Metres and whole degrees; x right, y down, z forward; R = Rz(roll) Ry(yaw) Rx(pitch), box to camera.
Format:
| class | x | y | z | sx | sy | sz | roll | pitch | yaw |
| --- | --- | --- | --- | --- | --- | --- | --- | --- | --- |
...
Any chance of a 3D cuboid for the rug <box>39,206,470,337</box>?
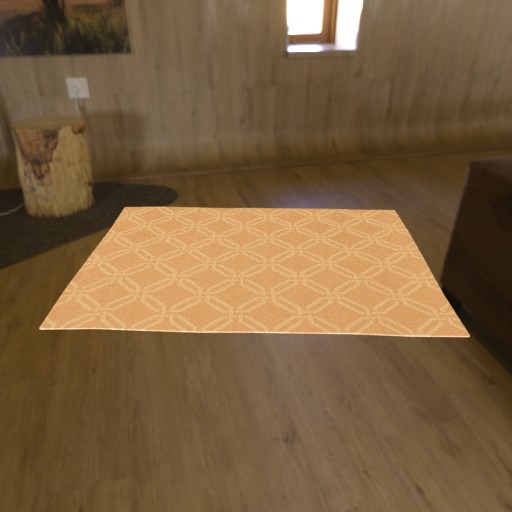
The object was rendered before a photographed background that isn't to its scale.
| class | x | y | z | sx | sy | sz | roll | pitch | yaw |
| --- | --- | --- | --- | --- | --- | --- | --- | --- | --- |
| rug | 0.000 | 0.000 | 2.828 | 2.135 | 0.013 | 1.524 | 1 | 30 | 1 |
